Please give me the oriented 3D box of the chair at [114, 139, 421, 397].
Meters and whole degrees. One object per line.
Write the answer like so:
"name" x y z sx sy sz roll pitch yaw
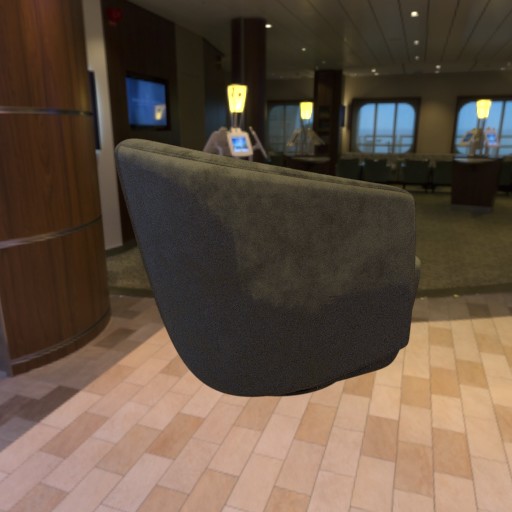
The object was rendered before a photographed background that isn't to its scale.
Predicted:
"chair" 0.000 0.000 1.353 0.767 0.698 0.773 -8 18 -25
